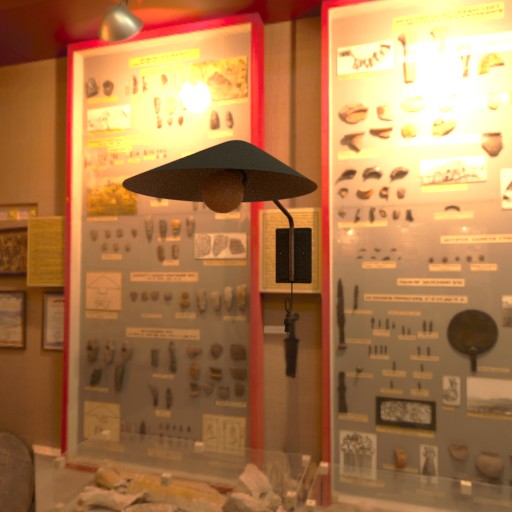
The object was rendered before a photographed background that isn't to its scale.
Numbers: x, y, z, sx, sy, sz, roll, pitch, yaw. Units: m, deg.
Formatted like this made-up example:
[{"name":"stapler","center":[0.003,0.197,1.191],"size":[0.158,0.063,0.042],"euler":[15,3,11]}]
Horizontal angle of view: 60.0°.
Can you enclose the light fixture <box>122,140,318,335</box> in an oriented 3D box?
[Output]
[{"name":"light fixture","center":[0.000,0.000,0.687],"size":[0.240,0.312,0.516],"euler":[0,-1,18]}]
